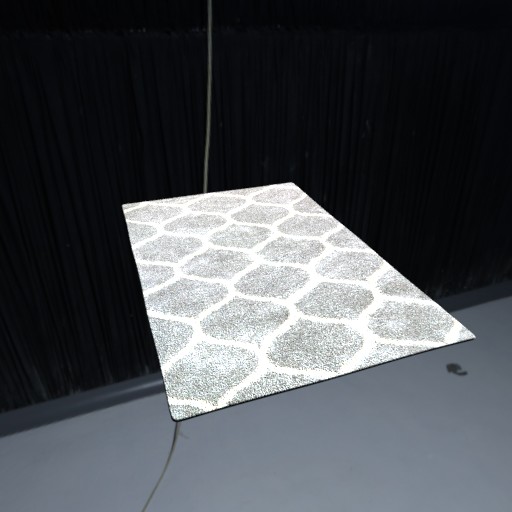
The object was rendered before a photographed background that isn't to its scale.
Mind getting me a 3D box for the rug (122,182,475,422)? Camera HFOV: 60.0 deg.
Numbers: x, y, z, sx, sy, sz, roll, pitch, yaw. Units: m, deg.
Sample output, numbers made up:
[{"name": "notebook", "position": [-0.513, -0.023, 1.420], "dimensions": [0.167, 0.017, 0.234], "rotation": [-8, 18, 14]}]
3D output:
[{"name": "rug", "position": [0.000, 0.000, 3.446], "dimensions": [1.801, 0.026, 2.701], "rotation": [-10, 32, -17]}]
